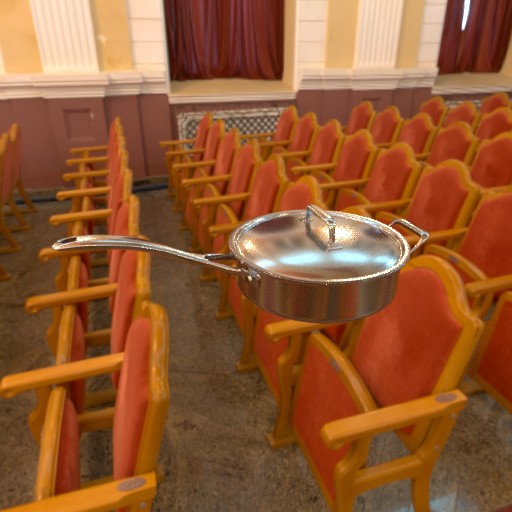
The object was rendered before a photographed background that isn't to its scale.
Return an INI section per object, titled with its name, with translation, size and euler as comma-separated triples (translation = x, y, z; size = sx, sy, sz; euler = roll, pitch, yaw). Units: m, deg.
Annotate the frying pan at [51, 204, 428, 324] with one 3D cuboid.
[frying pan]
translation = 0.000, 0.000, 0.594
size = 0.492, 0.111, 0.245
euler = -7, 26, -15
